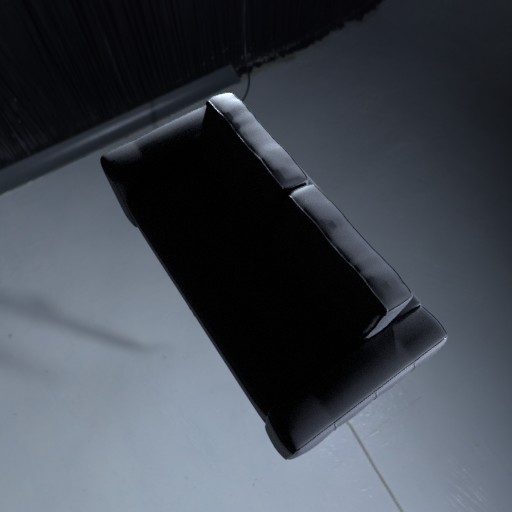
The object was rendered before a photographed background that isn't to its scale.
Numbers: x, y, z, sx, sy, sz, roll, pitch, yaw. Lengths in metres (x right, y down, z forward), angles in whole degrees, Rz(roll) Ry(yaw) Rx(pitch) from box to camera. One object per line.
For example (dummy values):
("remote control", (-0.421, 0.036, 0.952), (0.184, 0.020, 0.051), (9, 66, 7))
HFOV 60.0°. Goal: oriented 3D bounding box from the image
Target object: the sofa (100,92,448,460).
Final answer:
("sofa", (0.000, 0.000, 2.219), (0.833, 0.893, 1.726), (-31, 67, -15))
